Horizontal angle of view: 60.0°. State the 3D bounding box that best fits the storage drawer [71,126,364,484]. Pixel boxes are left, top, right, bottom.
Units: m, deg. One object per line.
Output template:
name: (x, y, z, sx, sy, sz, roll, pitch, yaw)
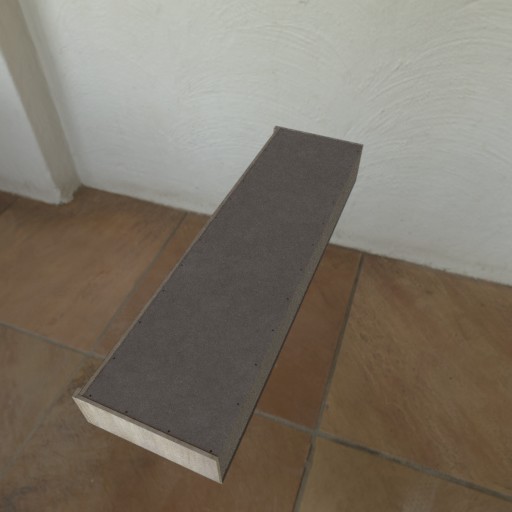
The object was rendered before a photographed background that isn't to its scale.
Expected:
storage drawer: (0.000, 0.000, 2.299, 0.591, 0.274, 2.072, 17, 48, 16)
